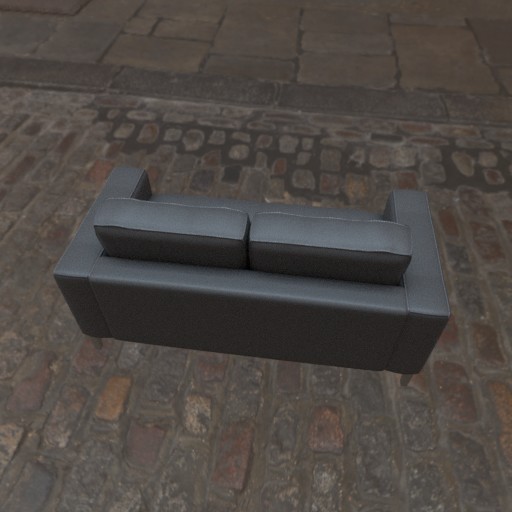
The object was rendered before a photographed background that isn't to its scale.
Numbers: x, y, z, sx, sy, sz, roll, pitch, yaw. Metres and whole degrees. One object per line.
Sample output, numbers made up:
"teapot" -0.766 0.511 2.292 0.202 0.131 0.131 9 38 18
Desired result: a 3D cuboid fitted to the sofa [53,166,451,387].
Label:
"sofa" 0.000 0.000 2.254 1.726 0.893 0.833 6 47 5
